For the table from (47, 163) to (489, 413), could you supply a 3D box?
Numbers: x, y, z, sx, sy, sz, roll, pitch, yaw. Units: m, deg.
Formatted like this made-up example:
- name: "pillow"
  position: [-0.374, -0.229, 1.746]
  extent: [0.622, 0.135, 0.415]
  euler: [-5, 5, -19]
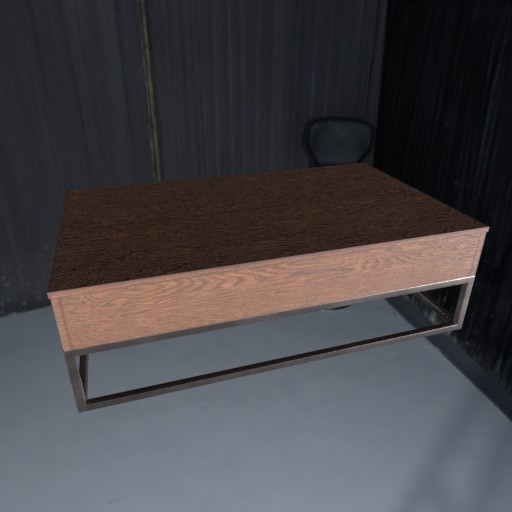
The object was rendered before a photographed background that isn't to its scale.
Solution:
- name: "table"
  position: [0.000, 0.000, 1.493]
  extent: [1.167, 0.361, 0.719]
  euler: [-8, 29, -16]
